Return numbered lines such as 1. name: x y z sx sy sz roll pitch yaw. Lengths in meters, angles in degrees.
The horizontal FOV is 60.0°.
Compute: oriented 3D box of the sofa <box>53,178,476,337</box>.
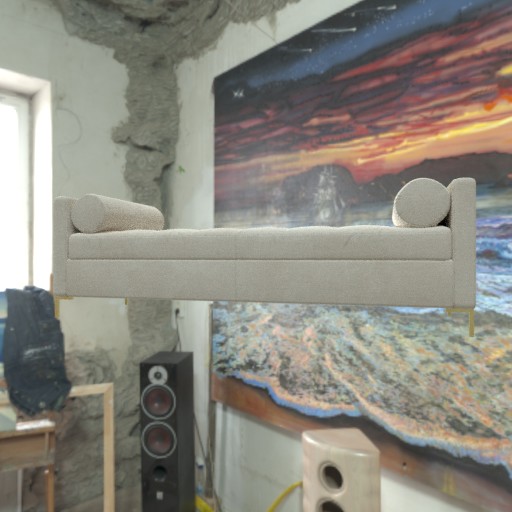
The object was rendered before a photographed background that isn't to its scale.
1. sofa: 0.000 0.000 2.319 1.981 0.635 0.686 0 0 16
